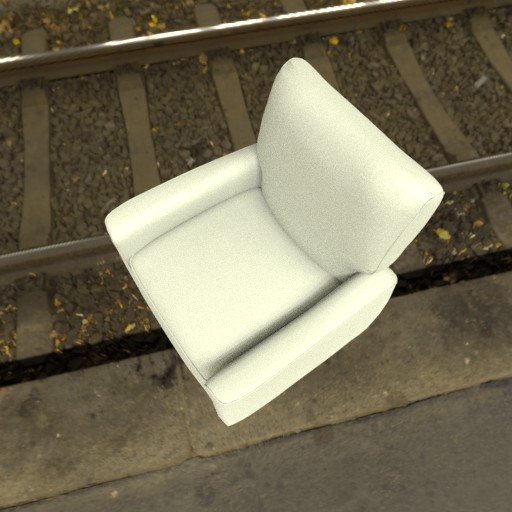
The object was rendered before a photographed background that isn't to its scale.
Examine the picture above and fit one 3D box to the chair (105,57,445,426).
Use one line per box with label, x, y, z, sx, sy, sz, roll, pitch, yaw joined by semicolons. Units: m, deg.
chair;0.000;0.000;1.654;0.846;1.007;0.853;-32;67;-15
